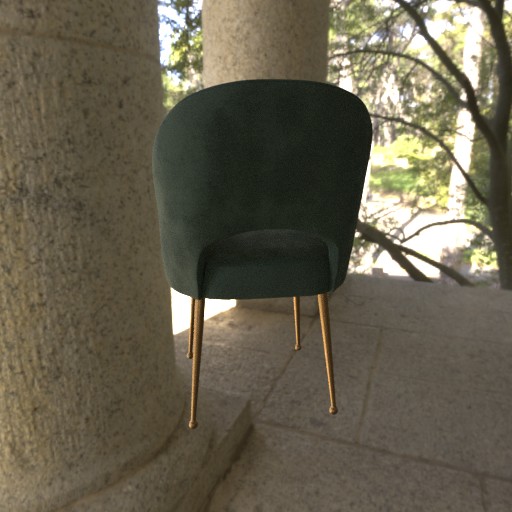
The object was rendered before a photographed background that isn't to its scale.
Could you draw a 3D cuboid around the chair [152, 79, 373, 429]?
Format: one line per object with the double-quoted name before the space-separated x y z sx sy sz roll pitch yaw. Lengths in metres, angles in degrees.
"chair" 0.000 0.000 1.242 0.527 0.860 0.577 -2 15 -9
